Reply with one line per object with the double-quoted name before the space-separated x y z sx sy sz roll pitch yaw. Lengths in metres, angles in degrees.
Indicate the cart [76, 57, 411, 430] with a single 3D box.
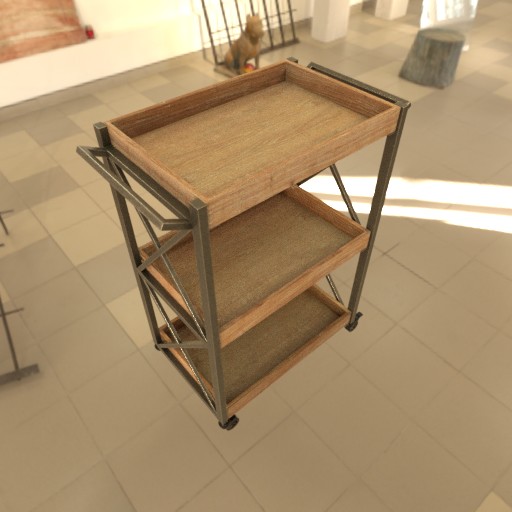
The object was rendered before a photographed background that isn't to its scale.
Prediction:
"cart" 0.000 0.000 1.225 0.673 0.835 0.377 -31 52 -28
